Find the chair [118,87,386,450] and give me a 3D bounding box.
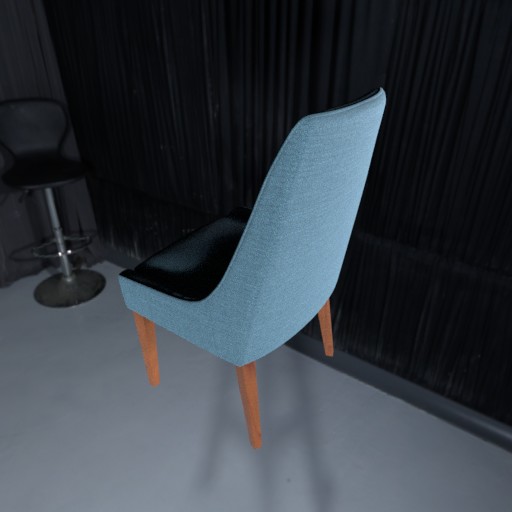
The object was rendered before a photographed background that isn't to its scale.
[{"bbox_3d":[0.000,0.000,1.191,0.544,0.861,0.529,20,36,30],"label":"chair"}]
